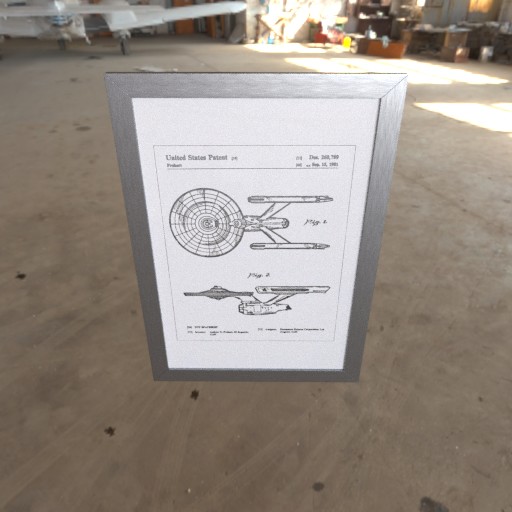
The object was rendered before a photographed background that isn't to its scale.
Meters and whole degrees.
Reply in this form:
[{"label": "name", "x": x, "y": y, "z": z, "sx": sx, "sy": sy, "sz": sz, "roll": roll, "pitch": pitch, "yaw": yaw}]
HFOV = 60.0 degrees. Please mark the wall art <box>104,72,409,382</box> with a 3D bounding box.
[{"label": "wall art", "x": 0.000, "y": 0.000, "z": 0.685, "sx": 0.376, "sy": 0.529, "sz": 0.013, "roll": 0, "pitch": 31, "yaw": 0}]
